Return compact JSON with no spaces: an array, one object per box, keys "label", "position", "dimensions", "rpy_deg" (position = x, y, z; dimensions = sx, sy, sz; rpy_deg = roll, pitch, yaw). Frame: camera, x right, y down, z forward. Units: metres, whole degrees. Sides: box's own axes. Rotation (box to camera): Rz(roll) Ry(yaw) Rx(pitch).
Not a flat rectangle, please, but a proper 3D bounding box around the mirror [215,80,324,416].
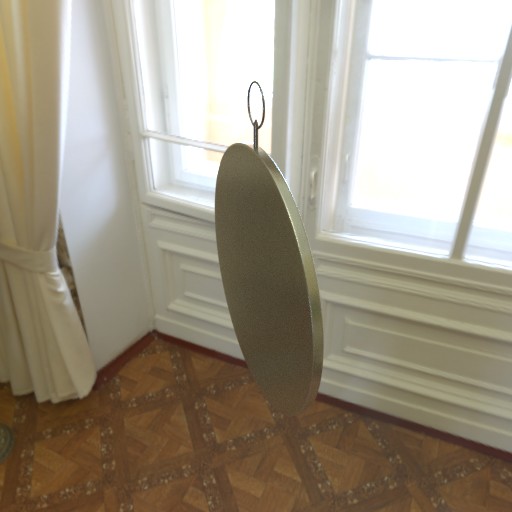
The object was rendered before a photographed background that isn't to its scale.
[{"label":"mirror","position":[0.000,0.000,0.958],"dimensions":[0.020,0.713,0.594],"rpy_deg":[-11,32,-18]}]
